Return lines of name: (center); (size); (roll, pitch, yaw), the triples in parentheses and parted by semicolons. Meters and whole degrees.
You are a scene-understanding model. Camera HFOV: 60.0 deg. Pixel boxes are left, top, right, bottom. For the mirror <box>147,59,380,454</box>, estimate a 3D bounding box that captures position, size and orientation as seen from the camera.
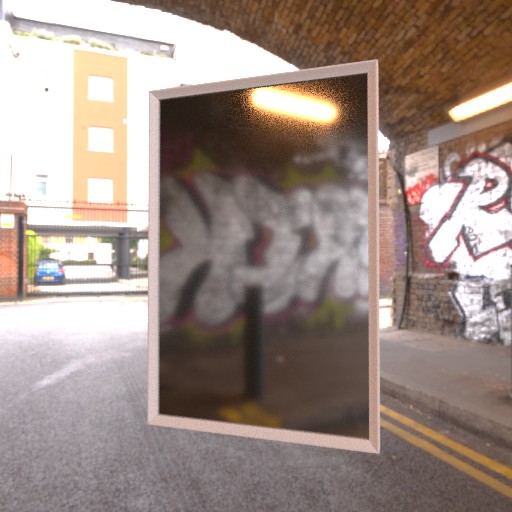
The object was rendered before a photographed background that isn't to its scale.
mirror: (0.000, 0.000, 1.139); (0.609, 0.915, 0.041); (0, -1, 18)
